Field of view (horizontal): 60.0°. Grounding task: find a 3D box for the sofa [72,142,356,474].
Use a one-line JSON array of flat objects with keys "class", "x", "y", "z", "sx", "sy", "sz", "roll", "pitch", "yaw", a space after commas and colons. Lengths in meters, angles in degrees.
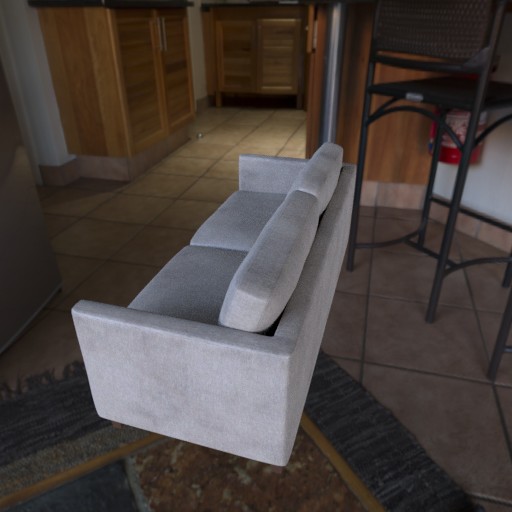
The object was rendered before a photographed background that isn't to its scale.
[{"class": "sofa", "x": 0.000, "y": 0.000, "z": 2.699, "sx": 0.951, "sy": 0.965, "sz": 2.208, "roll": 9, "pitch": 31, "yaw": 15}]
